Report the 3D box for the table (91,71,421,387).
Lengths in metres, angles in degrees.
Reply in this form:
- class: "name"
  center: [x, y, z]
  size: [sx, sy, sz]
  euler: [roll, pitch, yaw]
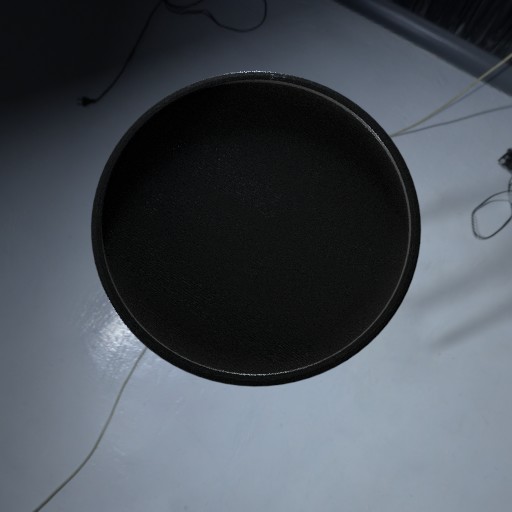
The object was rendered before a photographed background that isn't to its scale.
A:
- class: "table"
  center: [0.000, 0.000, 0.931]
  size: [0.500, 0.531, 0.500]
  euler: [0, 77, 0]
